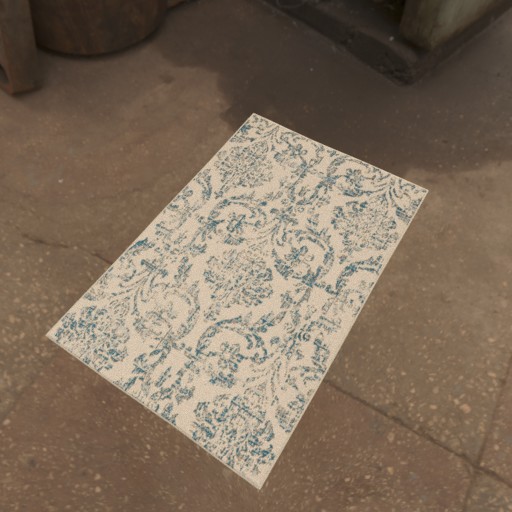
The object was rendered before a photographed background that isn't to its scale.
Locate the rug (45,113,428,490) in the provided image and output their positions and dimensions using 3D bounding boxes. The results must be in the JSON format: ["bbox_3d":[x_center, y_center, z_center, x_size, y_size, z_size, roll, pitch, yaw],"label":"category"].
[{"bbox_3d":[0.000,0.000,2.341,1.213,0.012,1.831,29,63,16],"label":"rug"}]
